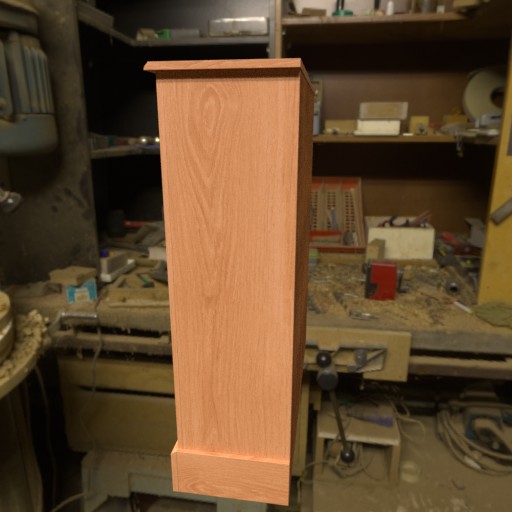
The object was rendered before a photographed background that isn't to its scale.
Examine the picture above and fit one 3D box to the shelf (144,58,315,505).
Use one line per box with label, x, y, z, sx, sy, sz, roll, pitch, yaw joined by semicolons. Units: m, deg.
shelf;0.000;0.000;1.333;0.291;0.980;0.840;3;17;9
